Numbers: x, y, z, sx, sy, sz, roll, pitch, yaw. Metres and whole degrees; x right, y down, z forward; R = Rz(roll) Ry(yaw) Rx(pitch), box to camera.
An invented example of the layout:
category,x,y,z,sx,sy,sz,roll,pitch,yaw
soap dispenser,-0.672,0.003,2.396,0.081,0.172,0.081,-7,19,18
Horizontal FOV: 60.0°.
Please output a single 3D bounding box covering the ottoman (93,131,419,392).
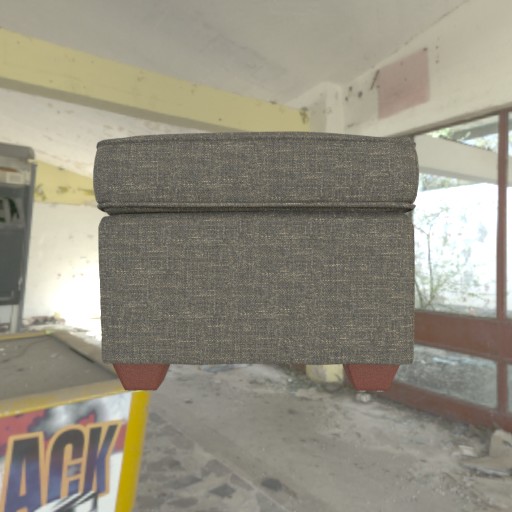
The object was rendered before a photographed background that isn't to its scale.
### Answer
category,x,y,z,sx,sy,sz,roll,pitch,yaw
ottoman,0.000,0.000,1.059,0.549,0.450,0.749,0,0,0
